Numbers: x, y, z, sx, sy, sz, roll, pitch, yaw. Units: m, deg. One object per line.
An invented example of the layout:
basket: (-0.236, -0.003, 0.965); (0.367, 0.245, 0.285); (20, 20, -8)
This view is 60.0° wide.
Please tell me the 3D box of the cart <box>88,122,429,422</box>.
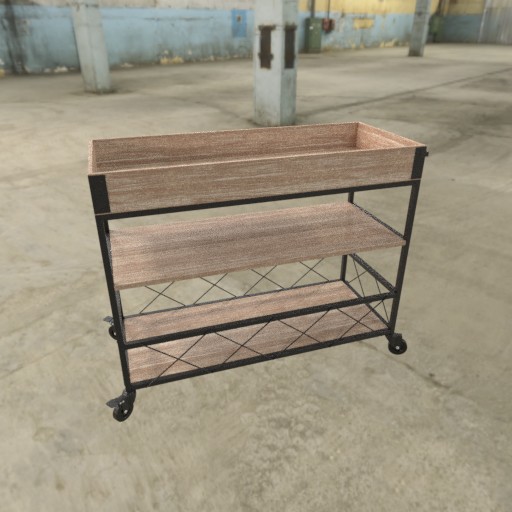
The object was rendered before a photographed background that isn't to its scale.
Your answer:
cart: (0.000, 0.000, 1.542); (1.101, 0.787, 0.500); (-8, 28, -16)
